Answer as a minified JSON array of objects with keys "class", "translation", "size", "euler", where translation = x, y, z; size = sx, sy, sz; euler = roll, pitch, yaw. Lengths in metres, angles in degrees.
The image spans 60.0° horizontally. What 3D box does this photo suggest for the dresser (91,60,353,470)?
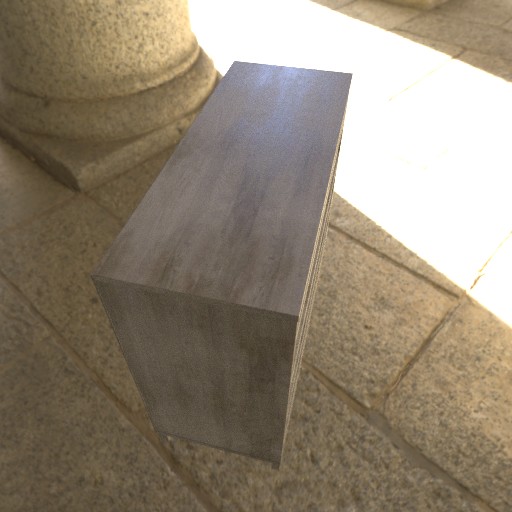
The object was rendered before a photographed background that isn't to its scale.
[{"class":"dresser","translation":[0.000,0.000,1.439],"size":[0.404,0.816,0.994],"euler":[10,48,10]}]
